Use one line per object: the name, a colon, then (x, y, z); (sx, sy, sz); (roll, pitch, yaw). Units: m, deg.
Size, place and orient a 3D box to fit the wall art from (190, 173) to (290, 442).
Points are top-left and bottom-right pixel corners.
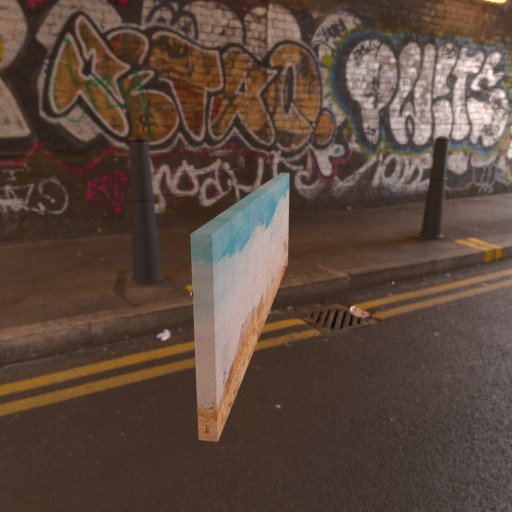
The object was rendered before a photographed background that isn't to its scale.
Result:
wall art: (0.000, 0.000, 0.854); (0.044, 0.254, 0.759); (3, 16, 10)
